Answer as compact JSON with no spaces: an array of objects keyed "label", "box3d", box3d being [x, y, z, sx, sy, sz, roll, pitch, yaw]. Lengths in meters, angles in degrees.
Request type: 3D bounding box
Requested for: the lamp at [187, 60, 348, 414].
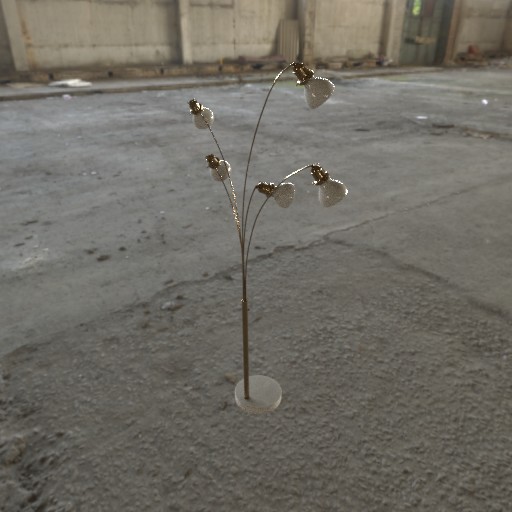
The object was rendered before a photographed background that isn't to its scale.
[{"label":"lamp","box3d":[0.000,0.000,2.947,0.361,2.423,1.405,-18,31,-32]}]
